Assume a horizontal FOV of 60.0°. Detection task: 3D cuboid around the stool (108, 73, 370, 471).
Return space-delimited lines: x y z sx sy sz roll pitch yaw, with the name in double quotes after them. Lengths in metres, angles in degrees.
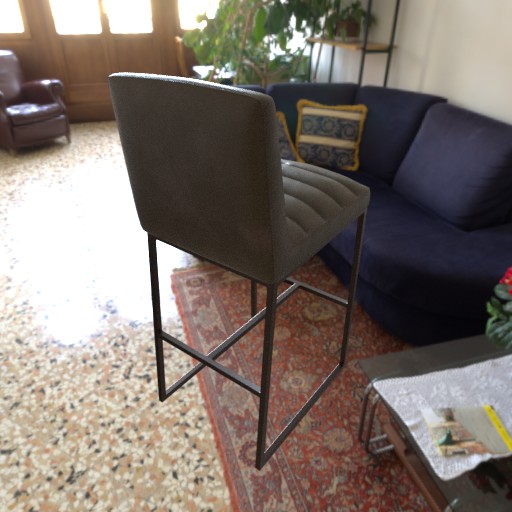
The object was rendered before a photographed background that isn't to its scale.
0.000 0.000 1.333 0.463 1.065 0.562 21 37 31 "stool"
